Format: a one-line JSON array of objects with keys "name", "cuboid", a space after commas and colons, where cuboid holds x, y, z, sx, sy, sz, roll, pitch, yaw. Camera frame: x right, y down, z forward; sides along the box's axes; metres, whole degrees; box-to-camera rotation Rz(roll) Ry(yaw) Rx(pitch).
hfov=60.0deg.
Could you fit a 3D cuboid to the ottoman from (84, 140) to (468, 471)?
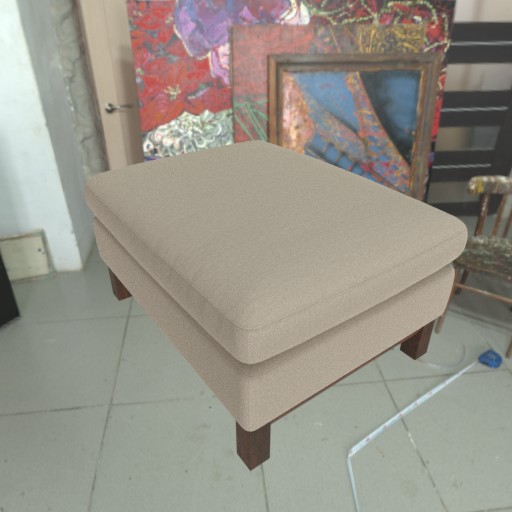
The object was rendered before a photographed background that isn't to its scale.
[{"name": "ottoman", "cuboid": [0.000, 0.000, 1.121, 0.606, 0.420, 0.771, -21, 37, -30]}]
